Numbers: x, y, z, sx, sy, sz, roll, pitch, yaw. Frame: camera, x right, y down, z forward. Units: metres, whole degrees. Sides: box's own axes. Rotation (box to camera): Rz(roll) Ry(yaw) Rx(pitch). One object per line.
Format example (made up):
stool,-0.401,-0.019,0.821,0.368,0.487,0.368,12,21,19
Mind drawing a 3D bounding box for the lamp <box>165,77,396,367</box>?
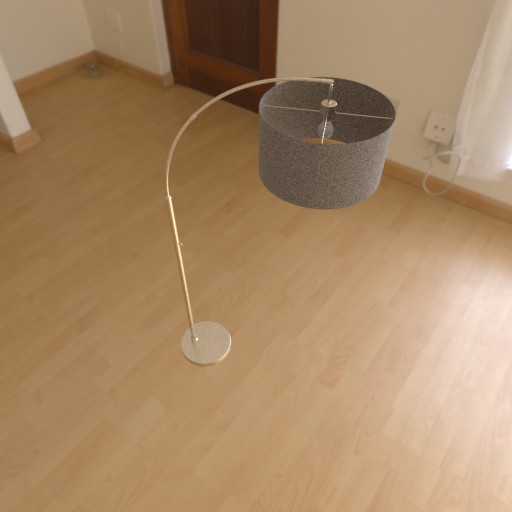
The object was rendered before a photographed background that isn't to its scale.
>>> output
lamp,0.000,0.000,2.073,0.934,1.735,0.452,9,47,8
